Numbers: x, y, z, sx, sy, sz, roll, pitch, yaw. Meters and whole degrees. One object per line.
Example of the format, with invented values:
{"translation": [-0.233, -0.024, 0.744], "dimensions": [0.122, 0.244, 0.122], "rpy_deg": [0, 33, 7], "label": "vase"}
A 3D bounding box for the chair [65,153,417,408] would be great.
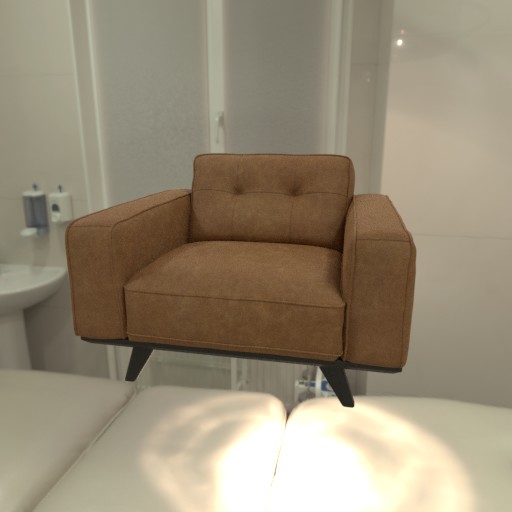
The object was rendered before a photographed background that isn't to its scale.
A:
{"translation": [0.000, 0.000, 1.792], "dimensions": [1.118, 0.782, 0.952], "rpy_deg": [3, 16, 11], "label": "chair"}
